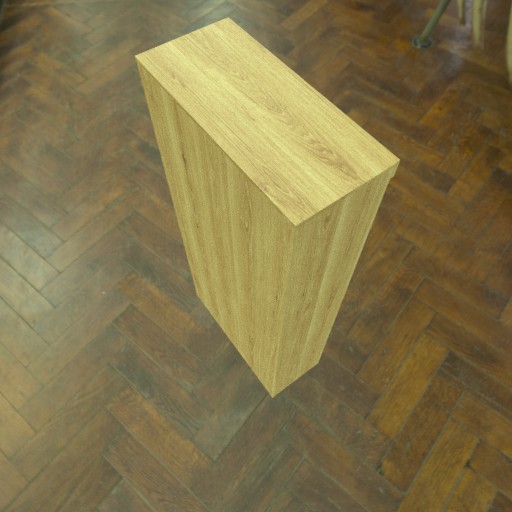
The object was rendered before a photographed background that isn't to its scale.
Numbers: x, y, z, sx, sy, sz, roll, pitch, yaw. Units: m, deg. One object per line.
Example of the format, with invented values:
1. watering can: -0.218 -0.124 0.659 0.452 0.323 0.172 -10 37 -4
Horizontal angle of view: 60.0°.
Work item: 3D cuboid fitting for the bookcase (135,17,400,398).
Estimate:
1. bookcase: 0.000 0.000 2.375 0.420 2.020 0.950 -32 64 -18
